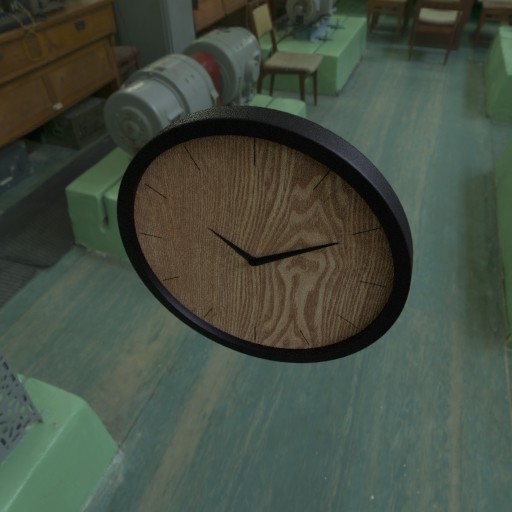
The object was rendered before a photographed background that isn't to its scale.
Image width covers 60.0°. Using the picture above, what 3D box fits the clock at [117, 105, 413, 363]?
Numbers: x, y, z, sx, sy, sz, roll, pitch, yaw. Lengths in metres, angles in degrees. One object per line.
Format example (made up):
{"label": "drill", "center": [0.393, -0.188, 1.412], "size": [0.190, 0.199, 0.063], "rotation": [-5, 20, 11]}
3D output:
{"label": "clock", "center": [0.000, 0.000, 0.470], "size": [0.314, 0.314, 0.029], "rotation": [12, 42, 14]}
